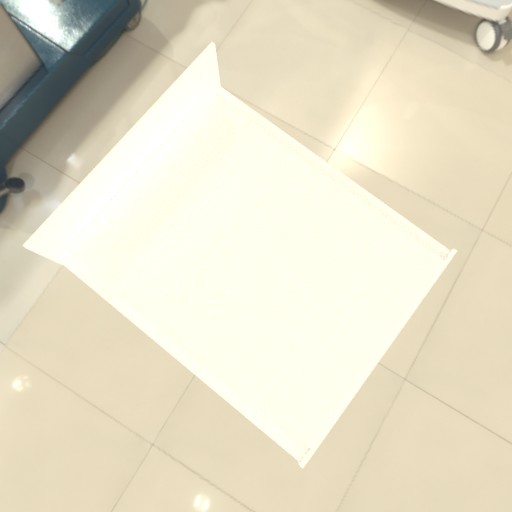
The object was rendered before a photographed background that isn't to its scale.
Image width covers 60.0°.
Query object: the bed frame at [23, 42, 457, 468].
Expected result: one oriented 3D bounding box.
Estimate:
[{"bbox_3d":[0.000,0.000,2.809,1.960,0.800,1.622,38,80,8],"label":"bed frame"}]
